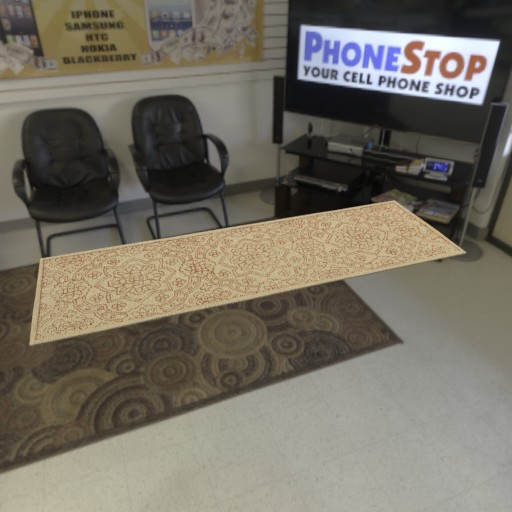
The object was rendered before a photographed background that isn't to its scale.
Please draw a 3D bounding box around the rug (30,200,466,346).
[{"bbox_3d":[0.000,0.000,2.656,2.448,0.012,0.769,-10,34,-16],"label":"rug"}]
